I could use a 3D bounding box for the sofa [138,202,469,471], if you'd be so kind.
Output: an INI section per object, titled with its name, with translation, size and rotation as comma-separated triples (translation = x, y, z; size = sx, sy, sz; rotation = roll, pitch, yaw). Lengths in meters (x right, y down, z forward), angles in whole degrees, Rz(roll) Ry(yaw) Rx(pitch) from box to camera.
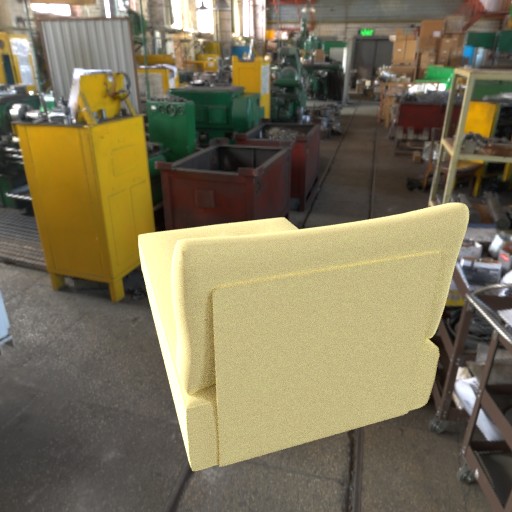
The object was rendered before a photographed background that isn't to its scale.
[sofa]
translation = 0.000, 0.000, 1.988
size = 0.930, 0.820, 1.450
rotation = -8, 26, -17
